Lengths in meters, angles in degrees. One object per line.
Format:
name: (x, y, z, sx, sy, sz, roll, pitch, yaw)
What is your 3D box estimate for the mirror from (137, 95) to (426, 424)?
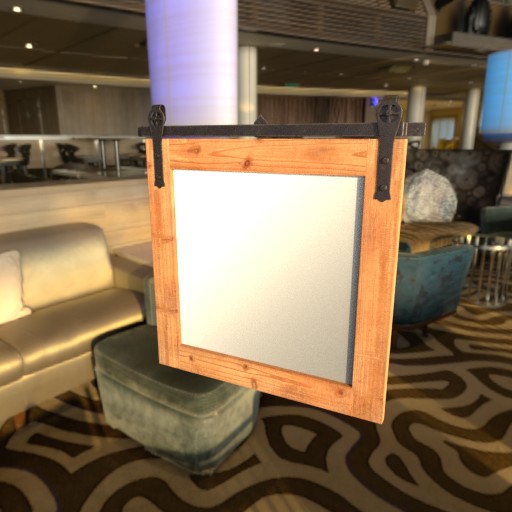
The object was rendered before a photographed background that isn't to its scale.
mirror: (0.000, 0.000, 1.207, 0.805, 0.800, 0.054, 7, 17, 26)
